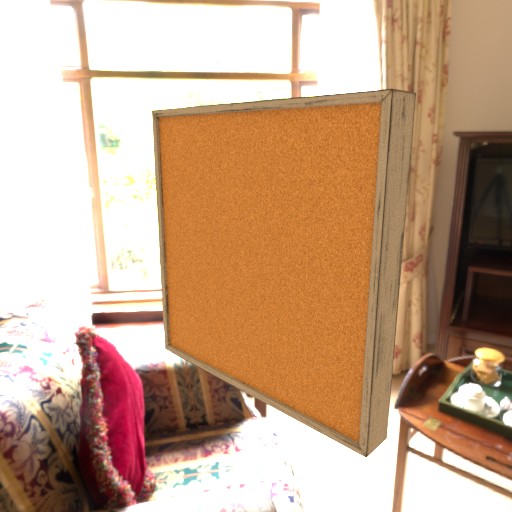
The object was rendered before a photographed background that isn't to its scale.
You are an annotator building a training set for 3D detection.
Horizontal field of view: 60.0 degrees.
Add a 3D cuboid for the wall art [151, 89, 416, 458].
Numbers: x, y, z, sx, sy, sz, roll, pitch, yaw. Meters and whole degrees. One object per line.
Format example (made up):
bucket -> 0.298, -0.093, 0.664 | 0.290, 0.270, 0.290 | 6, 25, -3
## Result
wall art -> 0.000, 0.000, 0.464 | 0.303, 0.303, 0.036 | 13, 20, 42
